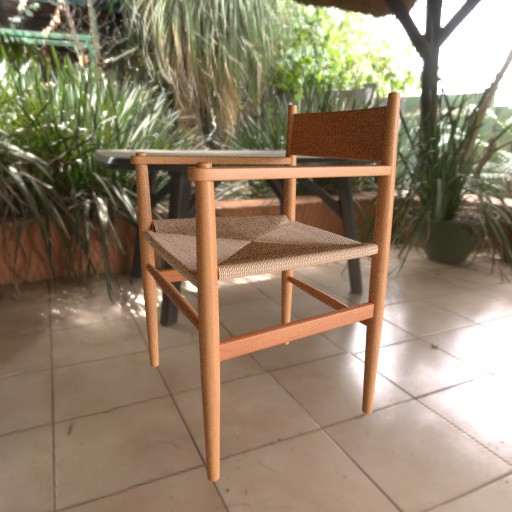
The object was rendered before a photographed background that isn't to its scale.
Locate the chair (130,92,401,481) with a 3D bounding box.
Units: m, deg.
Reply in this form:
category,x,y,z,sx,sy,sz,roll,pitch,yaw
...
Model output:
category,x,y,z,sx,sy,sz,roll,pitch,yaw
chair,0.000,0.000,1.121,0.495,0.762,0.556,-7,17,-25
